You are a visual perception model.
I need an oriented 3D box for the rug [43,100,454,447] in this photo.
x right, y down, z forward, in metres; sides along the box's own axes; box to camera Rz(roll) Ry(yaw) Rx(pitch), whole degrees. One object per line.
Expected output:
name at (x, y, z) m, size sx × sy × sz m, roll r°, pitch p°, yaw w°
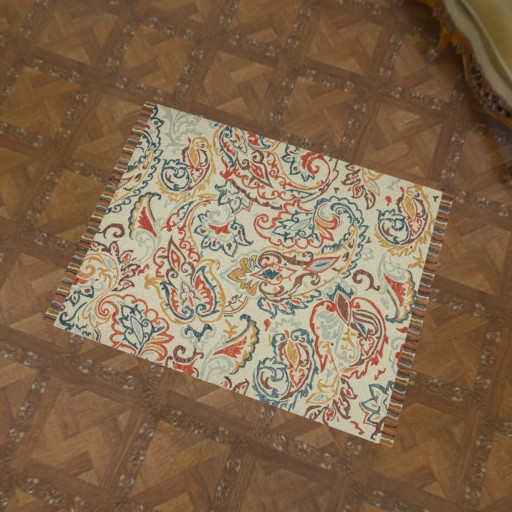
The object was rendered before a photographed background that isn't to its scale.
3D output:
rug at (0.000, 0.000, 4.194) m, size 3.274 × 0.015 × 2.439 m, roll 18°, pitch 75°, yaw 5°
